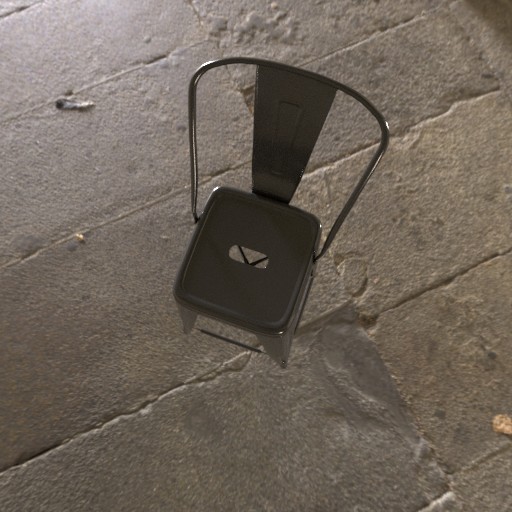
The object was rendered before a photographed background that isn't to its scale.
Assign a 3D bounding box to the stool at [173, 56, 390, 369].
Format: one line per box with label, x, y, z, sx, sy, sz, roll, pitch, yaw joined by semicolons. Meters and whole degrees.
stool;0.000;0.000;1.293;0.432;1.022;0.528;19;76;5
